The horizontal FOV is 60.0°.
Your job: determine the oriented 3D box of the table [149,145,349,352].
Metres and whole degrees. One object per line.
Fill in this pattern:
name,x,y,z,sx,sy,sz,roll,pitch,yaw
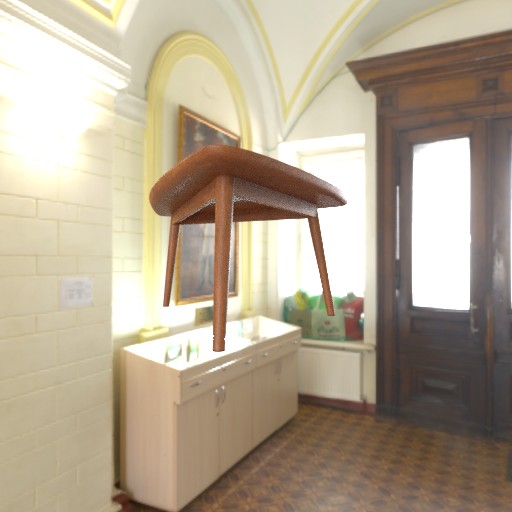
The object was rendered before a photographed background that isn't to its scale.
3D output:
table,0.000,0.000,1.299,0.601,0.365,1.008,0,-1,-18
